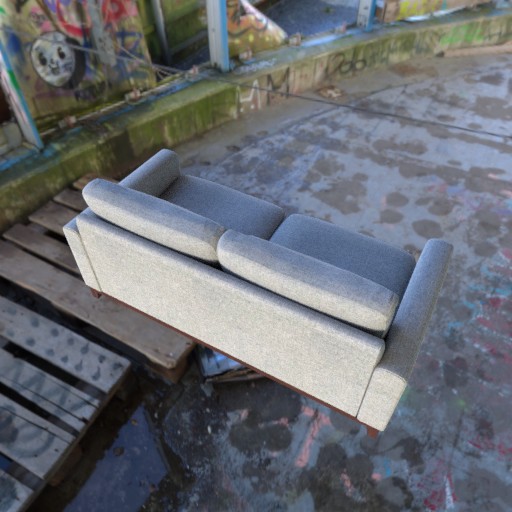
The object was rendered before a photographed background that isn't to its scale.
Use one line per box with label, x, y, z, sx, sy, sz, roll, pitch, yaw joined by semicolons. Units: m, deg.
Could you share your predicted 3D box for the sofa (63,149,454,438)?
sofa;0.000;0.000;2.566;1.978;0.892;0.969;22;50;20
